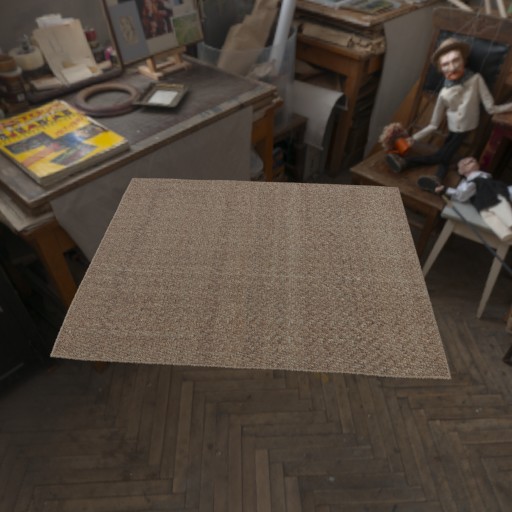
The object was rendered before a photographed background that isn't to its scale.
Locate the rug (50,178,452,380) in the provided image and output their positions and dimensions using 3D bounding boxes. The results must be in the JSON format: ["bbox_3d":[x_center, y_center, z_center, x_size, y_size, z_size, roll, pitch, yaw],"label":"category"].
[{"bbox_3d":[0.000,0.000,4.173,3.048,0.013,2.439,3,44,3],"label":"rug"}]
